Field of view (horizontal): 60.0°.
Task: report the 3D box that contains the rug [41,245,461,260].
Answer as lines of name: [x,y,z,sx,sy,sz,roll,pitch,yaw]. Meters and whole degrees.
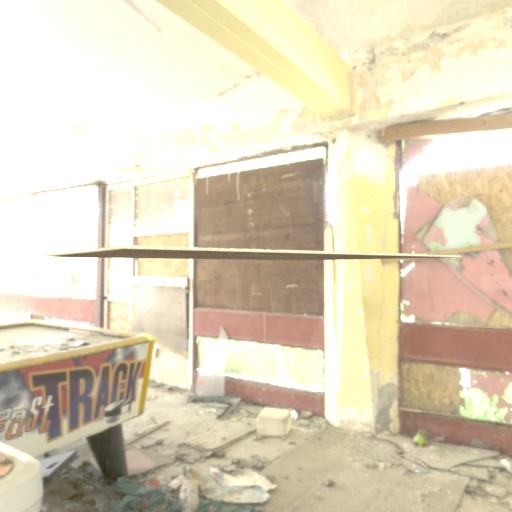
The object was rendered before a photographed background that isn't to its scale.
rug: [0.000,0.000,2.310,1.831,0.012,1.213,1,-2,-36]
